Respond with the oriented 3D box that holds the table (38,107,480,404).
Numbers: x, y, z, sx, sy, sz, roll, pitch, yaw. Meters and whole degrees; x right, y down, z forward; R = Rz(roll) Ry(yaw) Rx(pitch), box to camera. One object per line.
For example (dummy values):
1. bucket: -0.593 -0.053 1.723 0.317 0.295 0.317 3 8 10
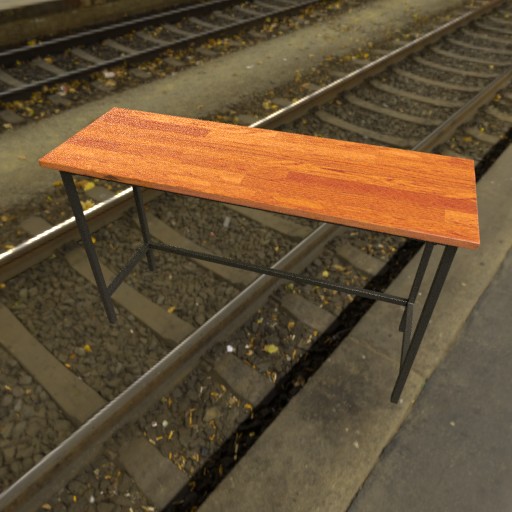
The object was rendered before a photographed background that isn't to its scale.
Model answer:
1. table: 0.000 0.000 1.533 1.204 0.740 0.408 12 42 14
